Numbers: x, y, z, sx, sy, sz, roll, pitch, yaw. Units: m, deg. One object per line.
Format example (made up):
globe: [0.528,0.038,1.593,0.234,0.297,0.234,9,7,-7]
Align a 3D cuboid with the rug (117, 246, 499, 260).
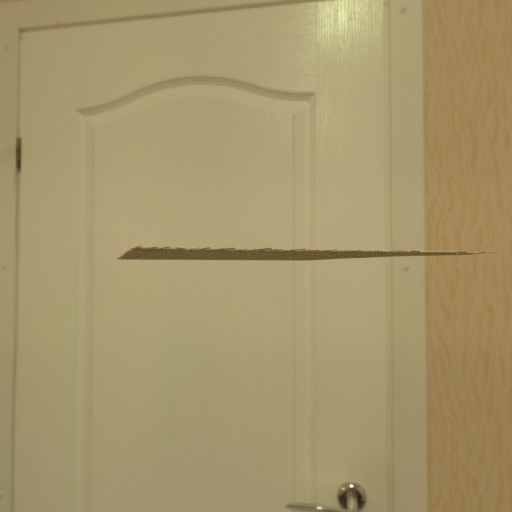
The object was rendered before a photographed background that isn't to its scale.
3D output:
rug: [0.000,0.000,4.118,2.388,0.030,3.213,1,-2,-19]
